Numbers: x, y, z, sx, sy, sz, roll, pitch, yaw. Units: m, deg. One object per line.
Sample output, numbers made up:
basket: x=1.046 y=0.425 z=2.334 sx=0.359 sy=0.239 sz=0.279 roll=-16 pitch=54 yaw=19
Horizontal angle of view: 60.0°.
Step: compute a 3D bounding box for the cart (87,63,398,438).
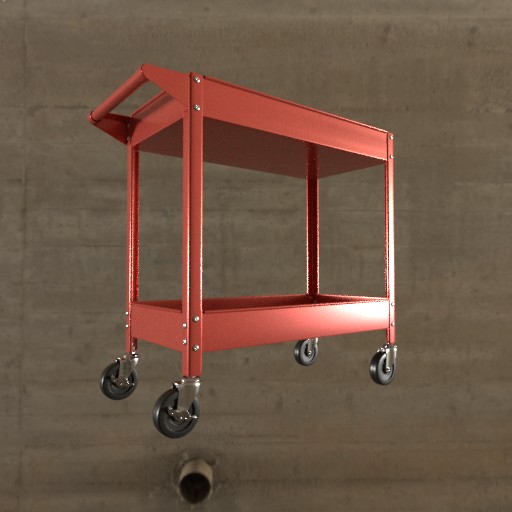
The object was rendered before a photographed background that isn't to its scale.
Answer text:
cart: x=0.000 y=0.000 z=1.175 sx=0.779 sy=0.719 sz=0.366 roll=1 pitch=-2 yaw=-37
